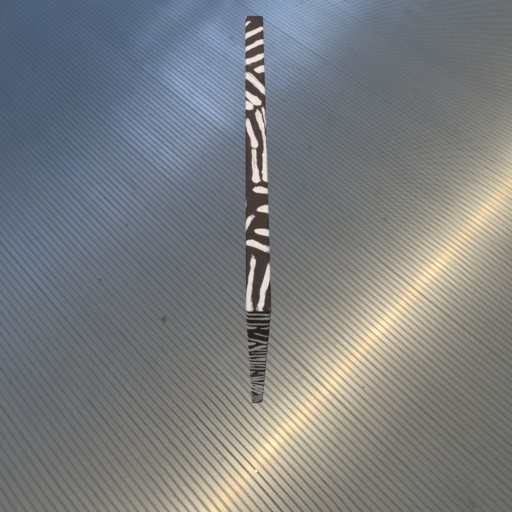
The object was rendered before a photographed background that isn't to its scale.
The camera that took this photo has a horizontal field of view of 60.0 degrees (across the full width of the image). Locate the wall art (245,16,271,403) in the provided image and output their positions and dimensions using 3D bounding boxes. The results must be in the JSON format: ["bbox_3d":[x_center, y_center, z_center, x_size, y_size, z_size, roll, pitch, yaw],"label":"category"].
[{"bbox_3d":[0.000,0.000,1.156,0.035,0.918,0.615,-1,64,0],"label":"wall art"}]
